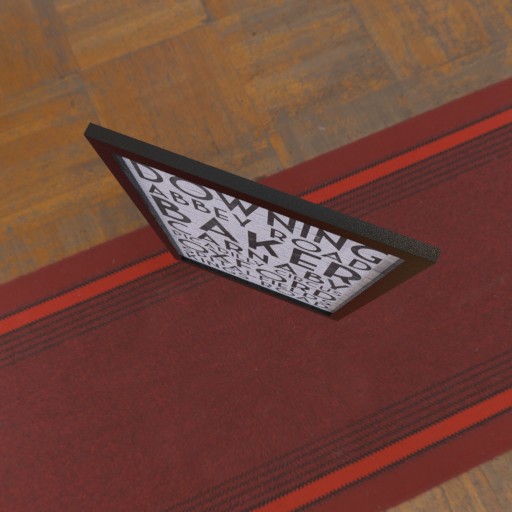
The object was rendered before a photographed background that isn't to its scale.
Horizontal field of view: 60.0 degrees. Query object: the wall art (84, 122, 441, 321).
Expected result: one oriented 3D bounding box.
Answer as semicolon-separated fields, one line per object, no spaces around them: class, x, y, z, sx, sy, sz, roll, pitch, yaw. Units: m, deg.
wall art;0.000;0.000;0.566;0.304;0.432;0.013;21;77;5
